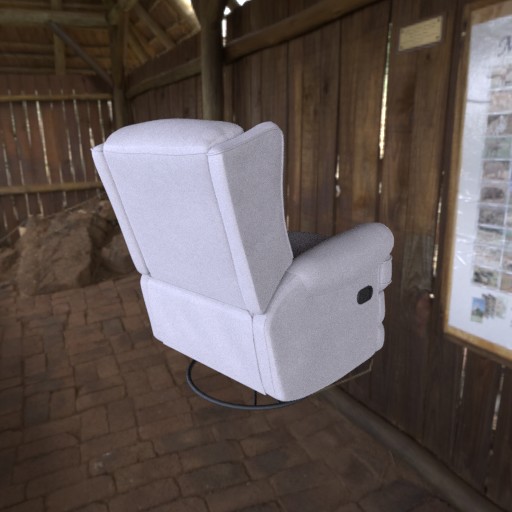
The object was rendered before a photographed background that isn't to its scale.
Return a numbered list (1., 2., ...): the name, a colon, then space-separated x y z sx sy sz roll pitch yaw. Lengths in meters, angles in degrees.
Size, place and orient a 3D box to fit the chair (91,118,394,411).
1. chair: 0.000 0.000 1.752 0.847 1.011 0.969 13 20 41
